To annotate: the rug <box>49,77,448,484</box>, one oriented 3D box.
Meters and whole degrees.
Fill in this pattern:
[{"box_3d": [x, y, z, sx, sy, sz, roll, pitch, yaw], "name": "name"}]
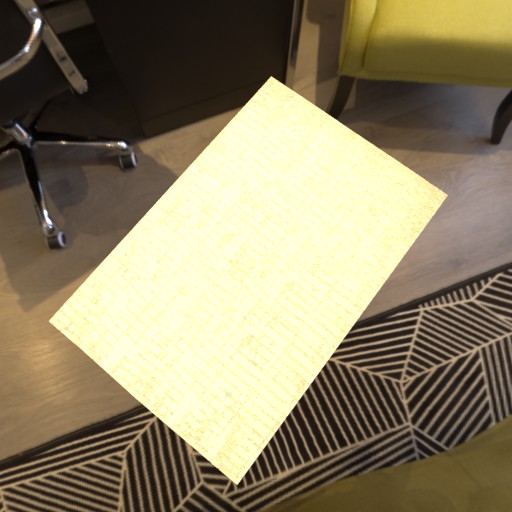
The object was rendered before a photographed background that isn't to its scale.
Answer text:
[{"box_3d": [0.000, 0.000, 2.315, 1.211, 0.007, 1.827, 37, 78, 9], "name": "rug"}]
